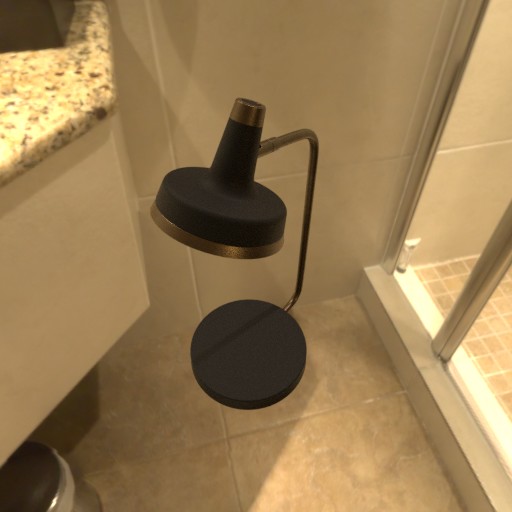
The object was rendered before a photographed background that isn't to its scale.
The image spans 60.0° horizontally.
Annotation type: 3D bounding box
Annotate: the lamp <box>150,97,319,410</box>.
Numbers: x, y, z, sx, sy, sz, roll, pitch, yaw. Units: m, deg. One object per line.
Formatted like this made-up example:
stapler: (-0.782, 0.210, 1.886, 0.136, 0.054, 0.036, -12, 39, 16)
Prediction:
lamp: (0.000, 0.000, 0.492, 0.162, 0.385, 0.218, 31, 55, 25)
